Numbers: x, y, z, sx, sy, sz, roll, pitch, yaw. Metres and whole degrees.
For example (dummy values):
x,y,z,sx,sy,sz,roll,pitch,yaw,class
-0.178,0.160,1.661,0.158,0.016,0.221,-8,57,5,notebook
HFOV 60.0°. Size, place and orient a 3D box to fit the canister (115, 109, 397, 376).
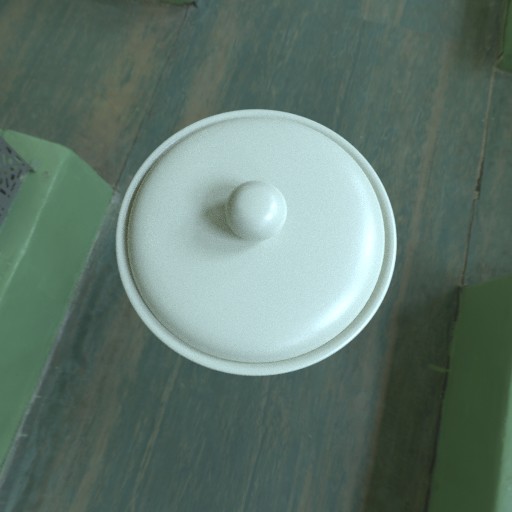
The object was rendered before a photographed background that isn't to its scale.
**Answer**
x,y,z,sx,sy,sz,roll,pitch,yaw,class
0.000,0.000,0.342,0.181,0.211,0.181,0,74,0,canister
